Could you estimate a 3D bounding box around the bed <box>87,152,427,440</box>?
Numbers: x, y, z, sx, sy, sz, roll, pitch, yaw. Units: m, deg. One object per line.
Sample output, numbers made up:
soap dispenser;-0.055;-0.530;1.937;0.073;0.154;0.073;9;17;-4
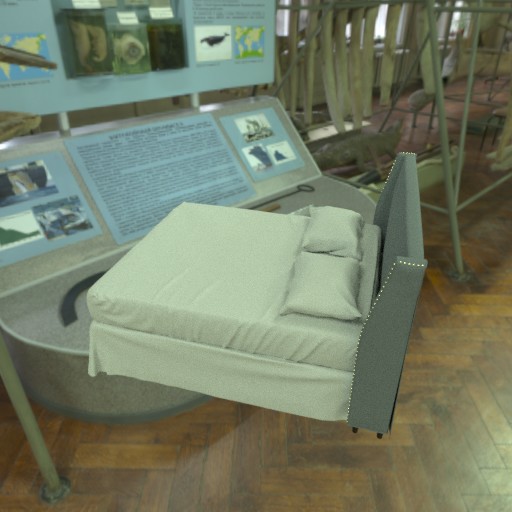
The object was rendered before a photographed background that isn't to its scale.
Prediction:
bed;0.000;0.000;3.505;2.276;1.332;1.925;8;31;14
